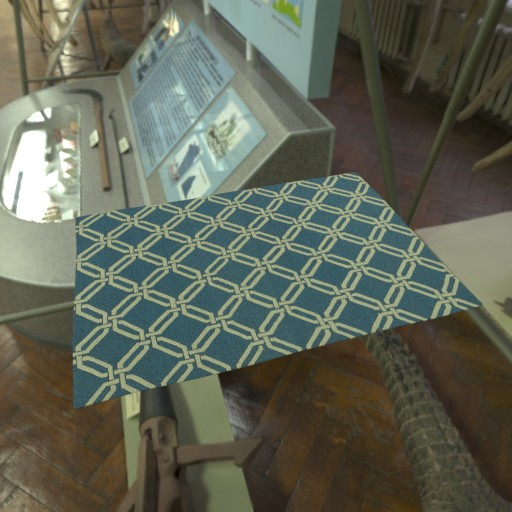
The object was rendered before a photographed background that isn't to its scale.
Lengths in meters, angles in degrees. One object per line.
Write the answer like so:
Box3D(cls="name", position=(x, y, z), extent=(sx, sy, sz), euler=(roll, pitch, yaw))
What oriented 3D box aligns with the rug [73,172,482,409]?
Box3D(cls="rug", position=(0.000, 0.000, 2.715), extent=(2.135, 0.013, 1.524), euler=(-11, 41, -13))
